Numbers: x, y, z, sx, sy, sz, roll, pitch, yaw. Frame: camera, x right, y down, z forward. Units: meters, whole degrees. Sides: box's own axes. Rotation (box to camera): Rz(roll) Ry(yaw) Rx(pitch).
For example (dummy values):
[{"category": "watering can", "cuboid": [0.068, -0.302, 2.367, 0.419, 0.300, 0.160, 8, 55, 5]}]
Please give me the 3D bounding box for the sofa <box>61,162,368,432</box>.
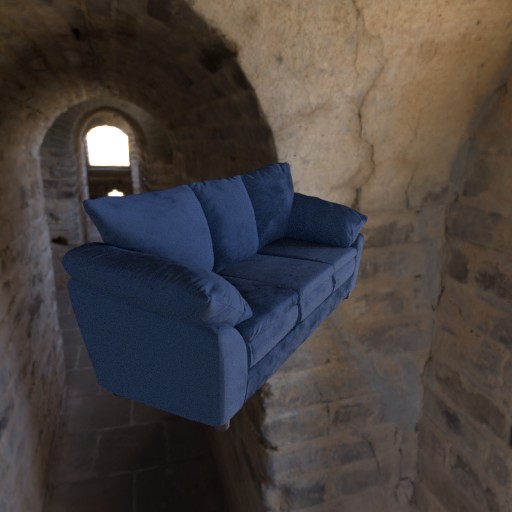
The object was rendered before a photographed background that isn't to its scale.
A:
[{"category": "sofa", "cuboid": [0.000, 0.000, 2.883, 0.907, 1.091, 2.390, 8, 17, 27]}]
